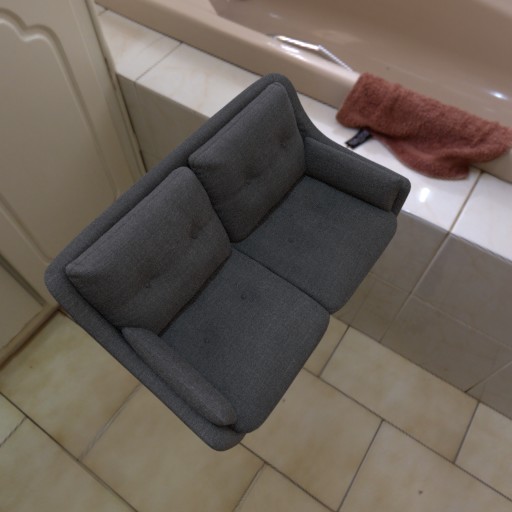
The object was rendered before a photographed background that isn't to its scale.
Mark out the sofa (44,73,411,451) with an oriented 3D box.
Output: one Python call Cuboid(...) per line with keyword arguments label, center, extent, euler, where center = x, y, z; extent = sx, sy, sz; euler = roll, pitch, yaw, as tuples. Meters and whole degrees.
Cuboid(label="sofa", center=(0.000, 0.000, 2.208), extent=(0.976, 0.887, 1.646), euler=(32, 64, 18))
